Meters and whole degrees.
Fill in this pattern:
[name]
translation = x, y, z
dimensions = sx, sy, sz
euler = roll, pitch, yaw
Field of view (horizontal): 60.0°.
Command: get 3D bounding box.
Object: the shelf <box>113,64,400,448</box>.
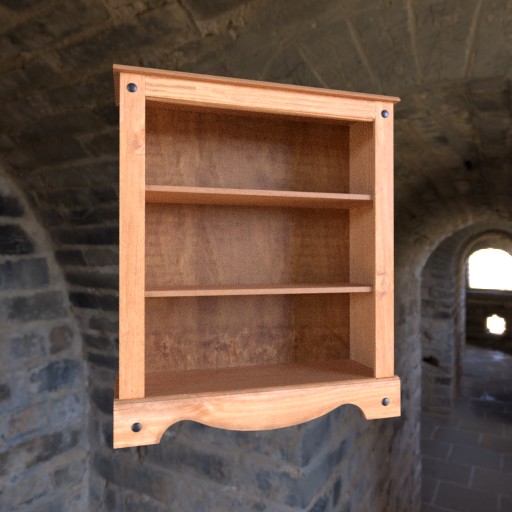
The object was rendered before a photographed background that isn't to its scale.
[shelf]
translation = 0.000, 0.000, 1.379
dimensions = 0.840, 0.980, 0.291
euler = 0, 0, -16
